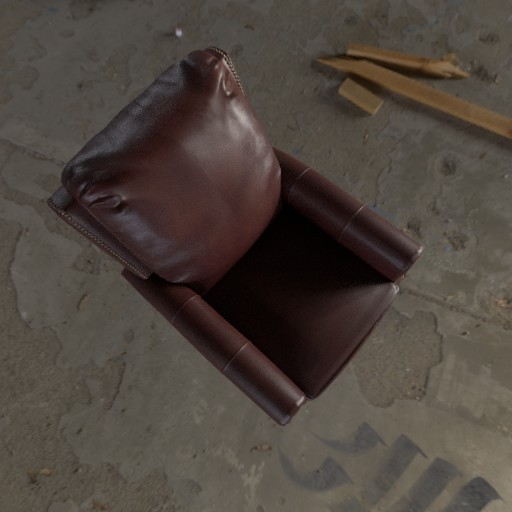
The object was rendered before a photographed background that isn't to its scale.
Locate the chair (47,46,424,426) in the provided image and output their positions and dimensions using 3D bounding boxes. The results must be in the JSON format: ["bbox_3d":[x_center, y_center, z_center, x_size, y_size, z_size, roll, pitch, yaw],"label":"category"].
[{"bbox_3d":[0.000,0.000,1.715,1.089,1.022,0.826,40,79,10],"label":"chair"}]
